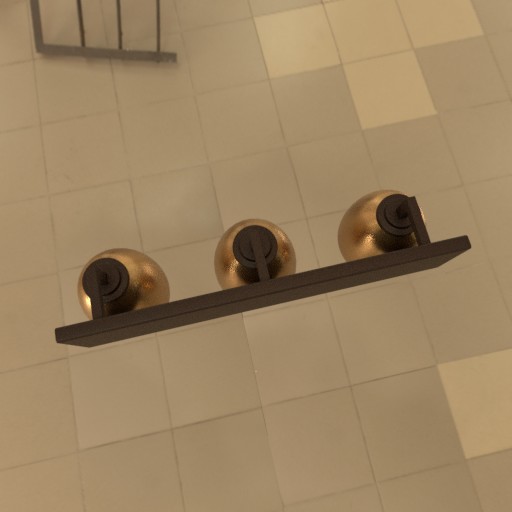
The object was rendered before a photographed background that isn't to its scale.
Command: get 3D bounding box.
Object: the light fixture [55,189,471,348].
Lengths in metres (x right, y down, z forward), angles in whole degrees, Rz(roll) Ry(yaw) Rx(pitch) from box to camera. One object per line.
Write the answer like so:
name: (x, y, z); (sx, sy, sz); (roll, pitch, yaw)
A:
light fixture: (0.000, 0.000, 0.678); (0.582, 0.204, 0.157); (-13, 76, -3)
